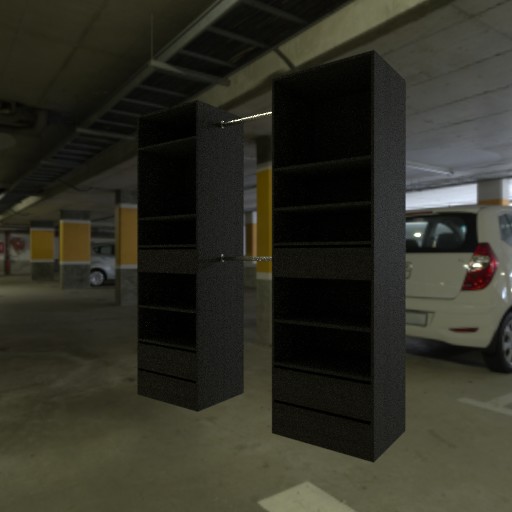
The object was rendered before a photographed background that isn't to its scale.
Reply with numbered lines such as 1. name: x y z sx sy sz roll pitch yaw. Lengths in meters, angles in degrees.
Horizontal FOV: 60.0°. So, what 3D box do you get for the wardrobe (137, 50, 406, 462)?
1. wardrobe: 0.000 0.000 2.864 1.770 2.000 0.480 0 0 36
